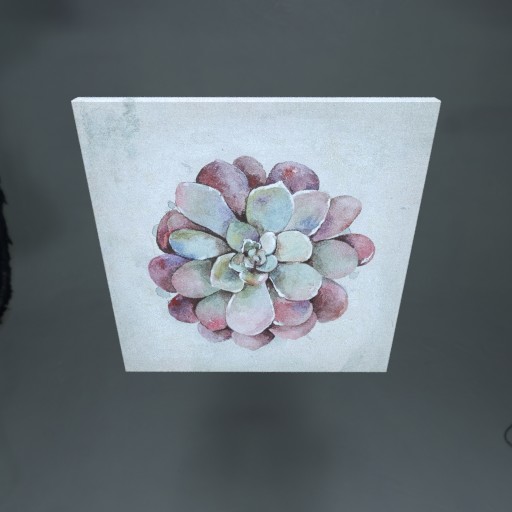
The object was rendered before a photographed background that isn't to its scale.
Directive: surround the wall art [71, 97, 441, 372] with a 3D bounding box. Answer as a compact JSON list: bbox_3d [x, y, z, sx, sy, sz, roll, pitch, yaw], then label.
[{"bbox_3d":[0.000,0.000,1.120,0.762,0.762,0.041,0,30,0],"label":"wall art"}]
